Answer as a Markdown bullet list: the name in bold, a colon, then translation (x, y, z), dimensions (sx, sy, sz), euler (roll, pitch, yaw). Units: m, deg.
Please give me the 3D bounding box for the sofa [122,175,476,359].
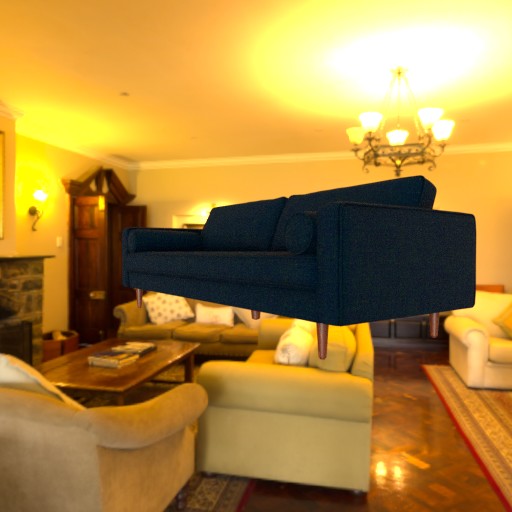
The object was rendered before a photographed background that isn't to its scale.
- **sofa**: translation (0.000, 0.000, 2.650), dimensions (0.914, 0.762, 2.210), euler (0, 1, -36)
